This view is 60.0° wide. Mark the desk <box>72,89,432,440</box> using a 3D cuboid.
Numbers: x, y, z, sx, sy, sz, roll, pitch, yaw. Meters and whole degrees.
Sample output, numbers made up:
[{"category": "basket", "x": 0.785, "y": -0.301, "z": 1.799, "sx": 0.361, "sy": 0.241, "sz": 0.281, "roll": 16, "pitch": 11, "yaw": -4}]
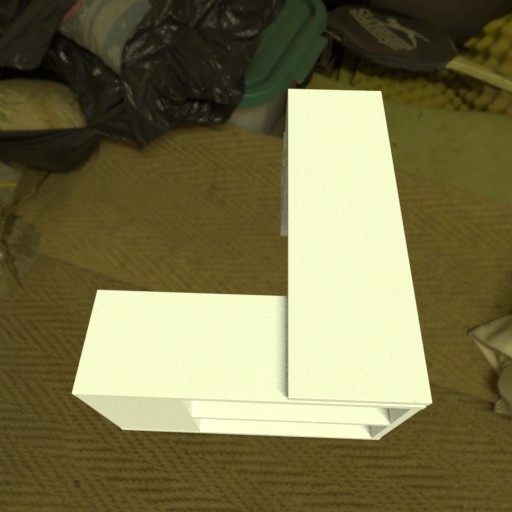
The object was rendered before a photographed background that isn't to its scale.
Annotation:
[{"category": "desk", "x": 0.000, "y": 0.000, "z": 2.162, "sx": 1.200, "sy": 0.753, "sz": 1.524, "roll": 2, "pitch": 59, "yaw": 1}]
